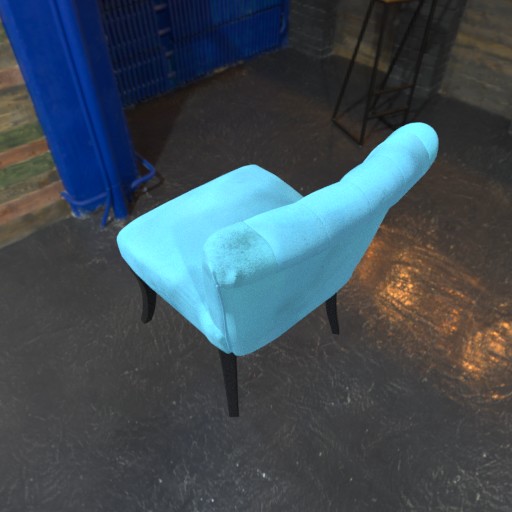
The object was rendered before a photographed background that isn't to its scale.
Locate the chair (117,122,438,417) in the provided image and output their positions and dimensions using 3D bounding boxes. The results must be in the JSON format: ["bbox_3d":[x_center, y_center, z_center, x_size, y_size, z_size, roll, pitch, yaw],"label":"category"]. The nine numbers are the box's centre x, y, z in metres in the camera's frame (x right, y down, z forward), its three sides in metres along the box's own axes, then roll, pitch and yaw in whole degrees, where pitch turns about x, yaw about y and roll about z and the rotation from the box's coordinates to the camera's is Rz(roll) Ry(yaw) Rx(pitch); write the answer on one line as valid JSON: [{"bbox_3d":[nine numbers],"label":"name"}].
[{"bbox_3d":[0.000,0.000,1.167,0.582,0.750,0.605,-32,54,-27],"label":"chair"}]
